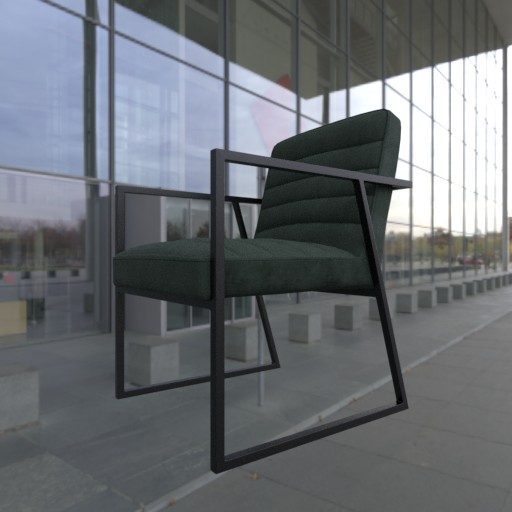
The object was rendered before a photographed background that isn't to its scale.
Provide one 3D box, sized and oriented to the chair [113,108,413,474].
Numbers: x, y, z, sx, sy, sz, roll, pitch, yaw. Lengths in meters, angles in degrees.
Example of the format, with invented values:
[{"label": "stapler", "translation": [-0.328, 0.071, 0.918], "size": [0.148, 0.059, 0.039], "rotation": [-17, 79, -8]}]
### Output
[{"label": "chair", "translation": [0.000, 0.000, 1.254], "size": [0.677, 0.833, 0.571], "rotation": [0, 0, -36]}]
